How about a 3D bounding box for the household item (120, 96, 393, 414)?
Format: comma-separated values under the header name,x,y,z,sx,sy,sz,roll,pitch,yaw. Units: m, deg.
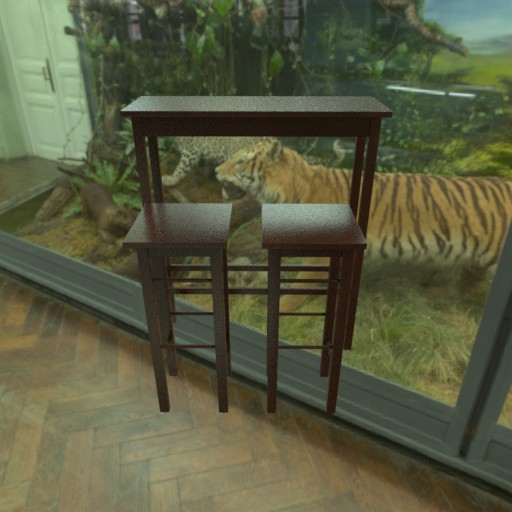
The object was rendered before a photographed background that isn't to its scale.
name,x,y,z,sx,sy,sz,roll,pitch,yaw
household item,0.000,0.000,1.709,0.914,1.067,0.676,0,29,0
